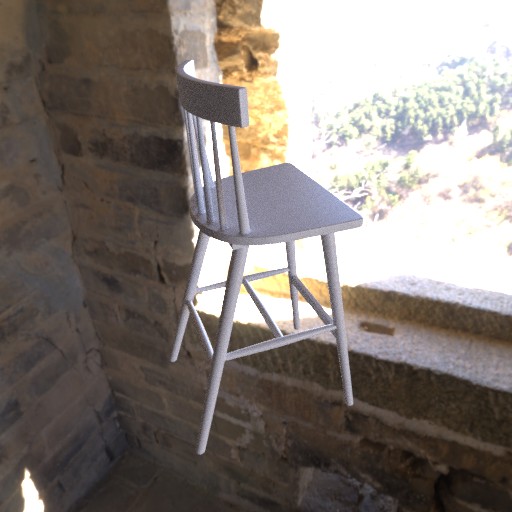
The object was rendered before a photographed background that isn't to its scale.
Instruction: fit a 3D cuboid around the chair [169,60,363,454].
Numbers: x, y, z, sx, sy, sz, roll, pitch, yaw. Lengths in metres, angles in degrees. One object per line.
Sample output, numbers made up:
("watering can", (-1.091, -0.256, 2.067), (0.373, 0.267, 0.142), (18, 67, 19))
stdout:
("chair", (0.000, 0.000, 1.391), (0.572, 1.092, 0.483), (-11, 32, -18))
